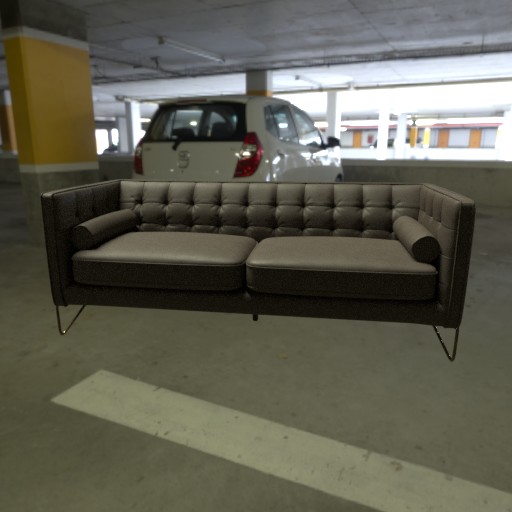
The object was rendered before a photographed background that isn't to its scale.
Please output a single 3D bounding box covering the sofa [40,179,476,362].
[{"bbox_3d":[0.000,0.000,2.547,2.087,0.789,0.867,2,14,8],"label":"sofa"}]
